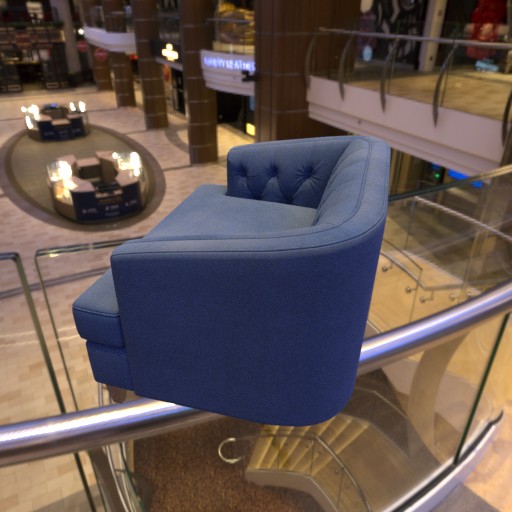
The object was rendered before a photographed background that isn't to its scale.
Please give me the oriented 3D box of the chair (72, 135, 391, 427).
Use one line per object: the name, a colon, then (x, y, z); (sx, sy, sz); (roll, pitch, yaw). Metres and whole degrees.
chair: (0.000, 0.000, 1.753); (0.914, 0.787, 1.118); (8, 31, 14)
